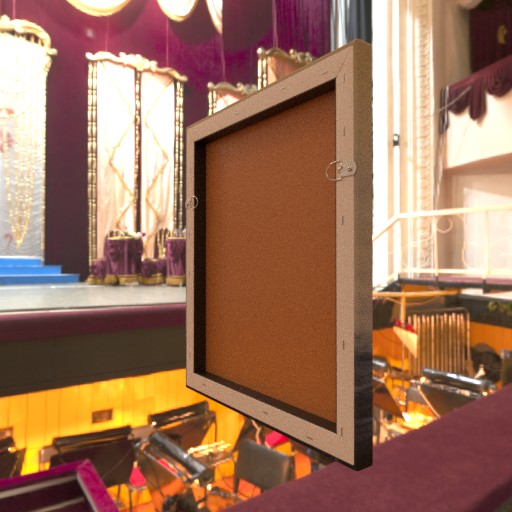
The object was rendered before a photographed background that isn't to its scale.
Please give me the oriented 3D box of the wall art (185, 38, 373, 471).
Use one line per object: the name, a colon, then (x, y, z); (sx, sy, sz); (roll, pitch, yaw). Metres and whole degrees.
wall art: (0.000, 0.000, 0.976); (0.041, 0.710, 0.608); (0, -1, -36)
